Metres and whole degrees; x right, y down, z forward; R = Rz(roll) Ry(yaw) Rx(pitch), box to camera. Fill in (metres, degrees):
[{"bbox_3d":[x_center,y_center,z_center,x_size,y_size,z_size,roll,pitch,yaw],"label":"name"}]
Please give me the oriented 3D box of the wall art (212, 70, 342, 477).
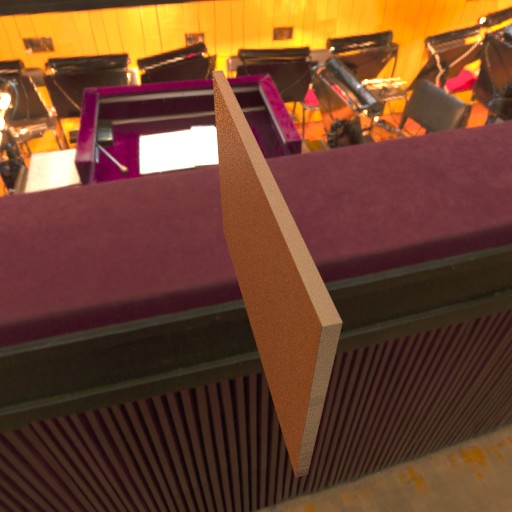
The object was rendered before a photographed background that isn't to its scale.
[{"bbox_3d":[0.000,0.000,0.783,0.021,0.410,0.615,-10,46,-10],"label":"wall art"}]
